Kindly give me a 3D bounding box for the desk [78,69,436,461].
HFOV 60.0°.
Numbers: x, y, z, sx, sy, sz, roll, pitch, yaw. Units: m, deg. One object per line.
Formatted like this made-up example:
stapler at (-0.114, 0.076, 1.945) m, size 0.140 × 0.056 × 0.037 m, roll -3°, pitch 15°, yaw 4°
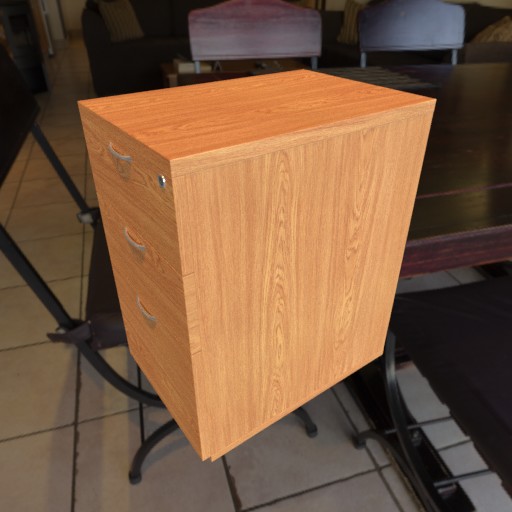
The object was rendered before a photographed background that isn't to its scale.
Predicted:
desk at (0.000, 0.000, 1.073) m, size 0.600 × 0.730 × 0.404 m, roll -21°, pitch 38°, yaw -30°
